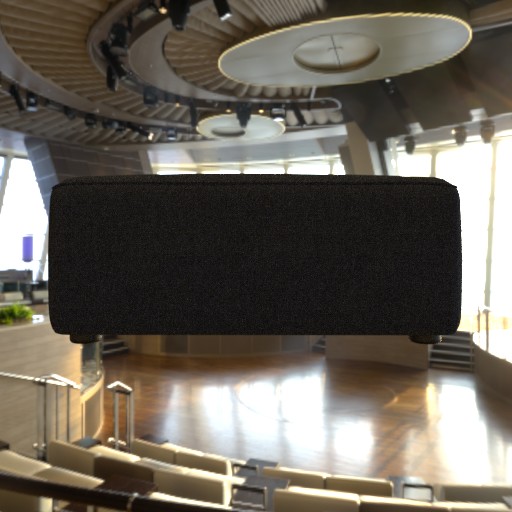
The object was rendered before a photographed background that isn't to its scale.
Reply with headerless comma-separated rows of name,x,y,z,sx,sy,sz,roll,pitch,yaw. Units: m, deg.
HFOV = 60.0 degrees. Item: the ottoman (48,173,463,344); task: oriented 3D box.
ottoman,0.000,0.000,1.526,1.000,0.439,1.000,0,-1,0
